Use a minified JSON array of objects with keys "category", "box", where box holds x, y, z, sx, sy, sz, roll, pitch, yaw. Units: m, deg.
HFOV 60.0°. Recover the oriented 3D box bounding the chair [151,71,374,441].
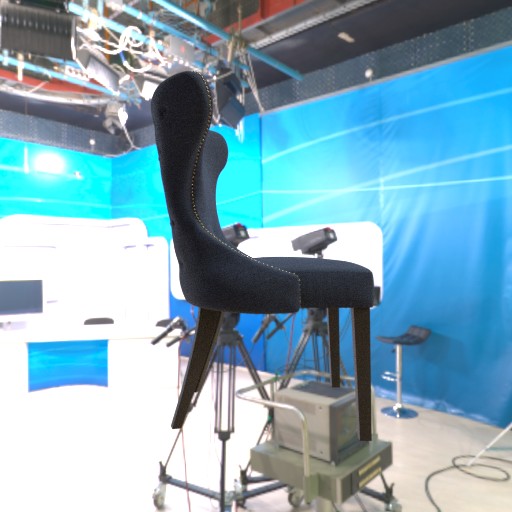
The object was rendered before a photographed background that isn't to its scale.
[{"category":"chair","box":[0.000,0.000,1.416,0.635,0.967,0.628,0,0,1]}]
